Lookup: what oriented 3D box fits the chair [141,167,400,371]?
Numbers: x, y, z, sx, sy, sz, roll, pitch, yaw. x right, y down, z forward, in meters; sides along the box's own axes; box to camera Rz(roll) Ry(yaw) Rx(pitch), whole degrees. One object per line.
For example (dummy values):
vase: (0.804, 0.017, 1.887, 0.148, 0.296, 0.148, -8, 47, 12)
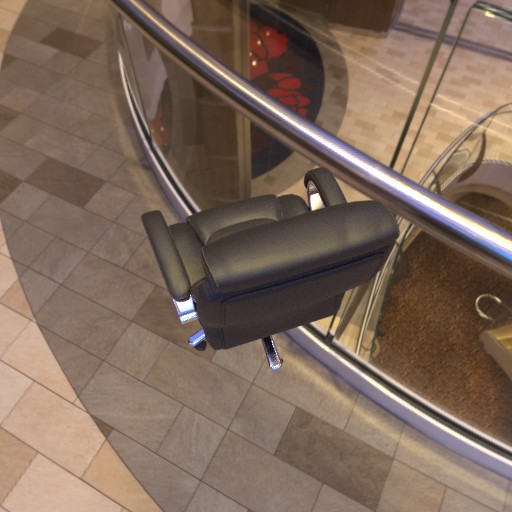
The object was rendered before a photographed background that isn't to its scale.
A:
chair: (0.000, 0.000, 1.696, 0.755, 1.183, 0.790, -16, 60, -10)
